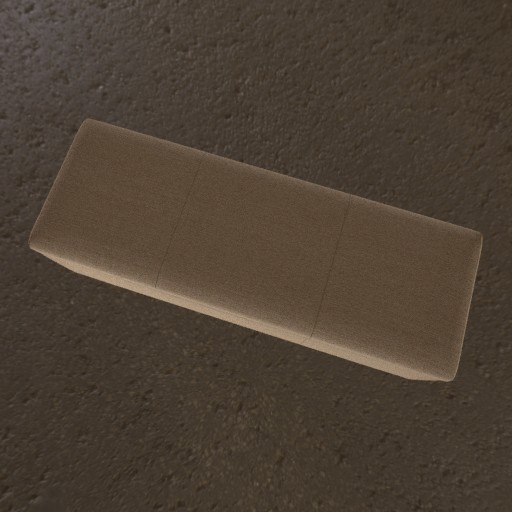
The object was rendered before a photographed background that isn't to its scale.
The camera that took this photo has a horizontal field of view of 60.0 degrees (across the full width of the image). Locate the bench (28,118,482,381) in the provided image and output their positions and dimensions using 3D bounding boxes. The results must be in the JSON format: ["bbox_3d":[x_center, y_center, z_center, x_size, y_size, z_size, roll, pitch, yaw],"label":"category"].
[{"bbox_3d":[0.000,0.000,1.468,1.269,0.438,0.446,17,76,4],"label":"bench"}]
